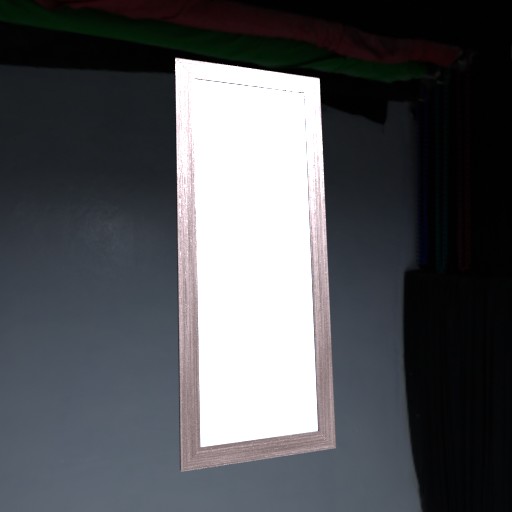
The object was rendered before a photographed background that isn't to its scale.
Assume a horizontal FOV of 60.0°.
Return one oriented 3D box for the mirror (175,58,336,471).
[{"bbox_3d":[0.000,0.000,2.308,0.812,2.020,0.221,0,0,-18],"label":"mirror"}]
